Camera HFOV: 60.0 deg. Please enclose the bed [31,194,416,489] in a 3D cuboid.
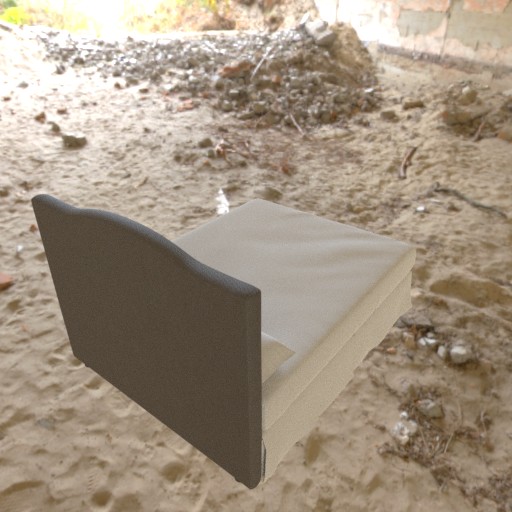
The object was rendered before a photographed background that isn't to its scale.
[{"bbox_3d":[0.000,0.000,3.325,1.821,1.436,2.282,22,37,32],"label":"bed"}]
